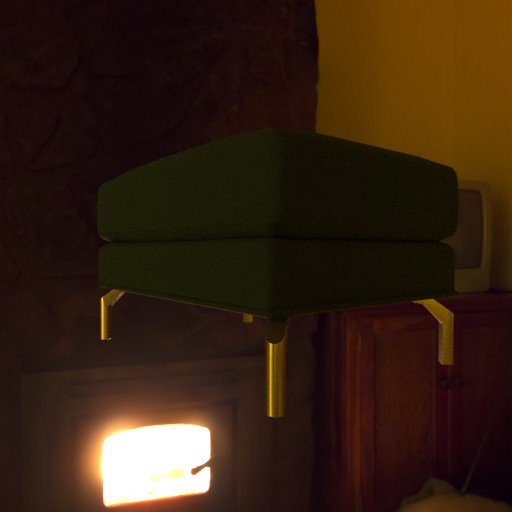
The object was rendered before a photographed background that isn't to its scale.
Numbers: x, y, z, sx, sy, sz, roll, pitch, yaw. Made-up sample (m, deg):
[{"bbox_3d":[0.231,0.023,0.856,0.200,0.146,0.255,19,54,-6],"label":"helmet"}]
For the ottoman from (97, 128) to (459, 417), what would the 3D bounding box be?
[{"bbox_3d":[0.000,0.000,1.182,0.587,0.498,0.835,0,1,-38],"label":"ottoman"}]
